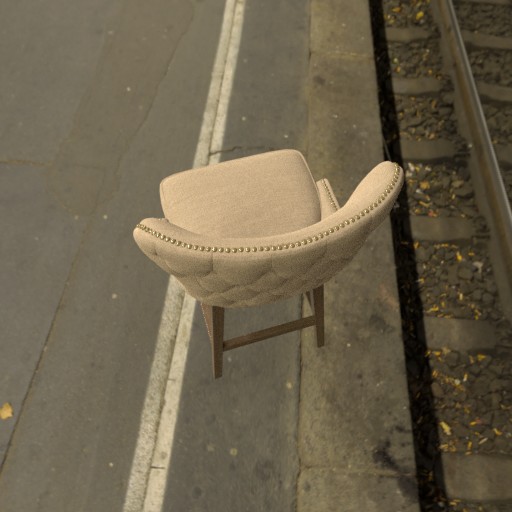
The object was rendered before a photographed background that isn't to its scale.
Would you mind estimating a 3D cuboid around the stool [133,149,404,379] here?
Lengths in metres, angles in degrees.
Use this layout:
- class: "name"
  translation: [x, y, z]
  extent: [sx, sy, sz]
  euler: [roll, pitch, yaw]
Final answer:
- class: "stool"
  translation: [0.000, 0.000, 1.401]
  extent: [0.615, 0.972, 0.597]
  euler: [-15, 60, -9]
